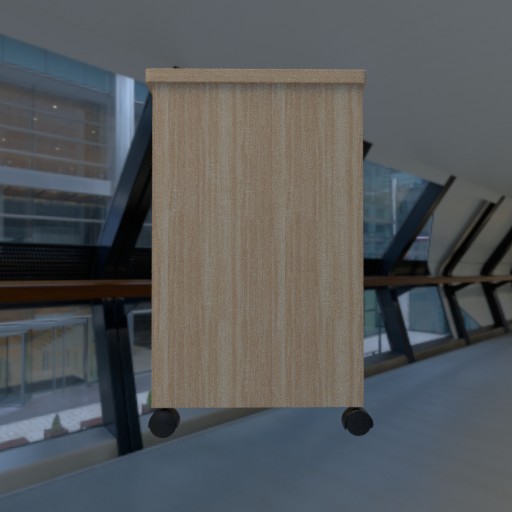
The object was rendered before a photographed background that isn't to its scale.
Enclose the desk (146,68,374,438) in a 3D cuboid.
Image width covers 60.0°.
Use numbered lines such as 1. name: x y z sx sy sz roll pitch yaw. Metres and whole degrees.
1. desk: 0.000 0.000 1.365 0.480 0.770 0.884 0 -1 -1
